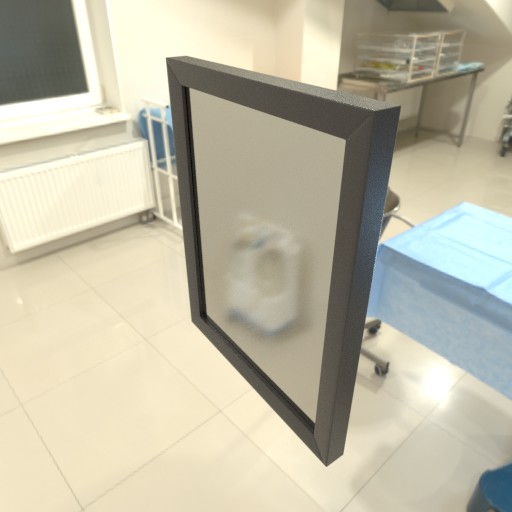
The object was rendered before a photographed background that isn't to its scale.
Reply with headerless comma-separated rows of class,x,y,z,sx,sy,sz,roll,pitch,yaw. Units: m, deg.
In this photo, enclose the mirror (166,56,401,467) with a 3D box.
mirror,0.000,0.000,0.664,0.041,0.508,0.405,-21,37,-30
